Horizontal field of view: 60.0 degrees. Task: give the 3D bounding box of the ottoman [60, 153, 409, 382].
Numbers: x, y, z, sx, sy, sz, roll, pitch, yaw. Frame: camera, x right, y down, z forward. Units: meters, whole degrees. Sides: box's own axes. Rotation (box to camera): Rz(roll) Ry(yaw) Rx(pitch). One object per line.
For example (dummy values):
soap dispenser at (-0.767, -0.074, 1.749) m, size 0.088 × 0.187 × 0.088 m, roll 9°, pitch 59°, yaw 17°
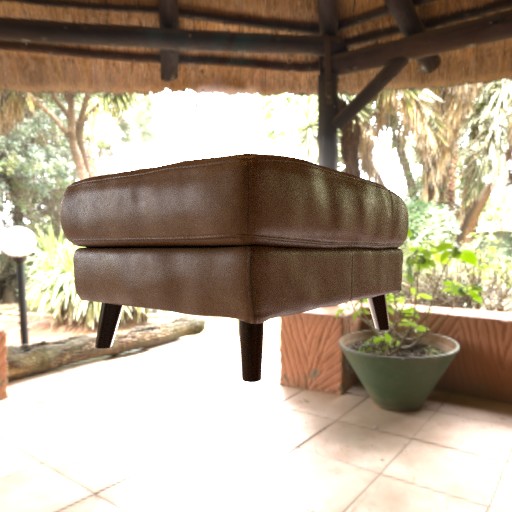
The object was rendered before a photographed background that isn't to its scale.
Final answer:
ottoman at (0.000, 0.000, 1.258) m, size 0.630 × 0.461 × 0.869 m, roll 1°, pitch 1°, yaw 37°
